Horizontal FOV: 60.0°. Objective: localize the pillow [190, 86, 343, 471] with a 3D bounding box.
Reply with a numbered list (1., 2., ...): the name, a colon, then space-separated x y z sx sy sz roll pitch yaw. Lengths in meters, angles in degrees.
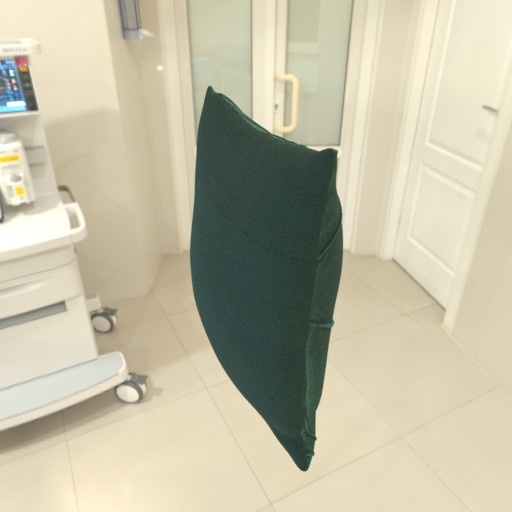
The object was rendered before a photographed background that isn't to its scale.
1. pillow: 0.000 0.000 0.673 0.184 0.440 0.439 -10 31 -18
